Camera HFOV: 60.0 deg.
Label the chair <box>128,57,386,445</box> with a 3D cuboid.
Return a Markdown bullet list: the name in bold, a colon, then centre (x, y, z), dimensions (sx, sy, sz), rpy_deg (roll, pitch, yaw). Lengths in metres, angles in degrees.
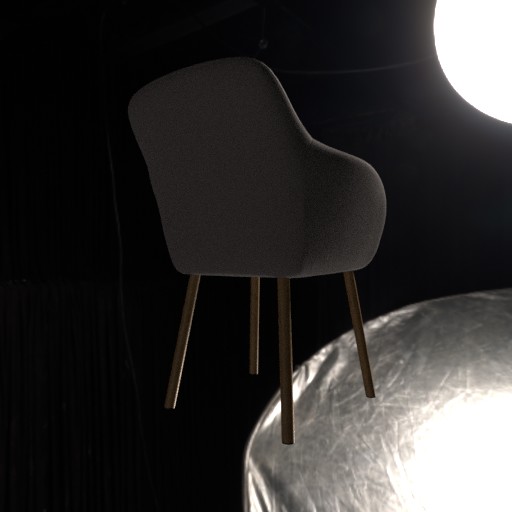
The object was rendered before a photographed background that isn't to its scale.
- **chair**: centre (0.000, 0.000, 1.212), dimensions (0.570, 0.830, 0.590), rpy_deg (0, 0, 36)
